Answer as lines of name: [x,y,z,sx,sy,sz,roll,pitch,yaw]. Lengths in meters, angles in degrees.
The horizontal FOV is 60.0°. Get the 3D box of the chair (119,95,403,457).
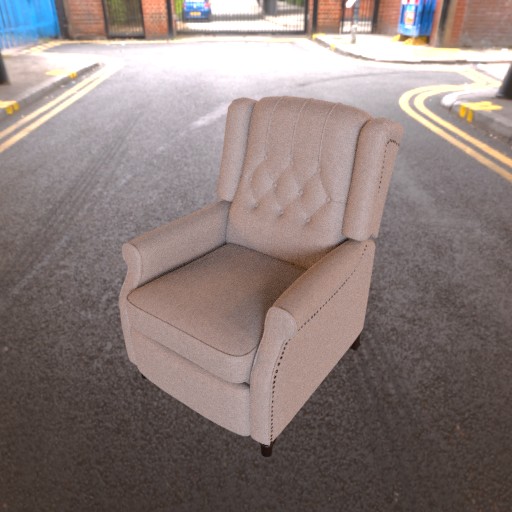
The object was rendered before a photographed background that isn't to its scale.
chair: [0.000,0.000,1.666,0.742,1.035,0.902,20,36,31]
